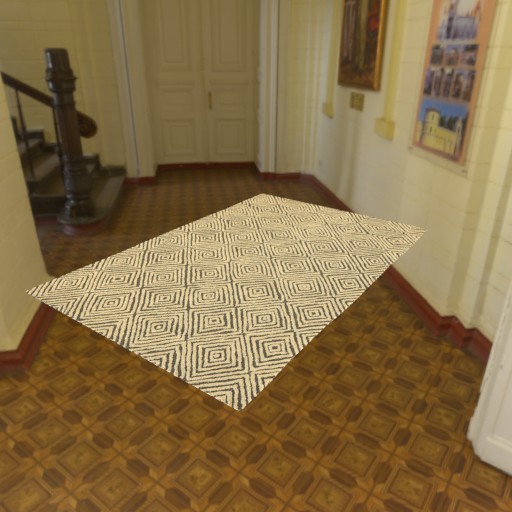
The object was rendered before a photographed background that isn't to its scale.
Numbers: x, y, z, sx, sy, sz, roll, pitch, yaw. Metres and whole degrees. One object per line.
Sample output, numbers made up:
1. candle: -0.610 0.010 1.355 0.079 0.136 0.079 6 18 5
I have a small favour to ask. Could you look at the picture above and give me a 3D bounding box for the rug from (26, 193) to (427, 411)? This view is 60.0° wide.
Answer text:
1. rug: 0.000 0.000 2.225 1.177 0.004 1.750 17 30 32
